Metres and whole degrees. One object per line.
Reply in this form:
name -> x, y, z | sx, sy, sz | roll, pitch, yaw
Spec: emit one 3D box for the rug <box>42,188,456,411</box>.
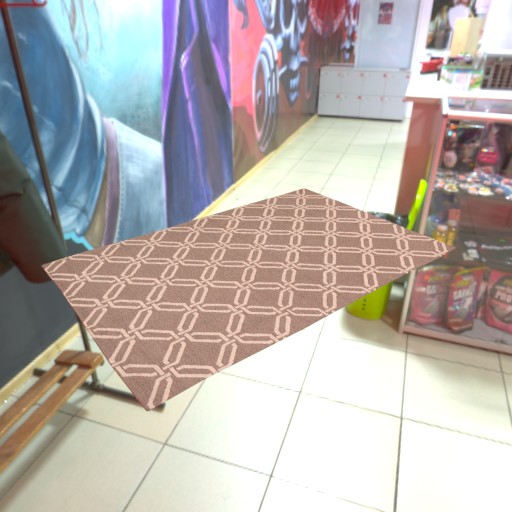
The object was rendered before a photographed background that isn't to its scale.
rug -> 0.000, 0.000, 2.206 | 1.748, 0.010, 1.142 | -21, 35, -33
